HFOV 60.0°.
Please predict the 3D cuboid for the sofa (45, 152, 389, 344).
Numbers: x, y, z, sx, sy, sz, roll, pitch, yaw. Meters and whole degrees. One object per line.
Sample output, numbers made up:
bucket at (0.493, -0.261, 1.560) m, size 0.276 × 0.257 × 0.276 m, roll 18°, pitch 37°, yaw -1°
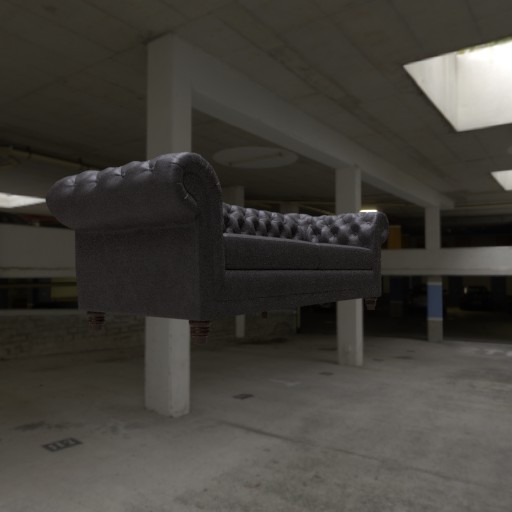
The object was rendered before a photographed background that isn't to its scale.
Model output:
sofa at (0.000, 0.000, 2.828) m, size 0.944 × 0.783 × 2.385 m, roll -1°, pitch -2°, yaw 35°
